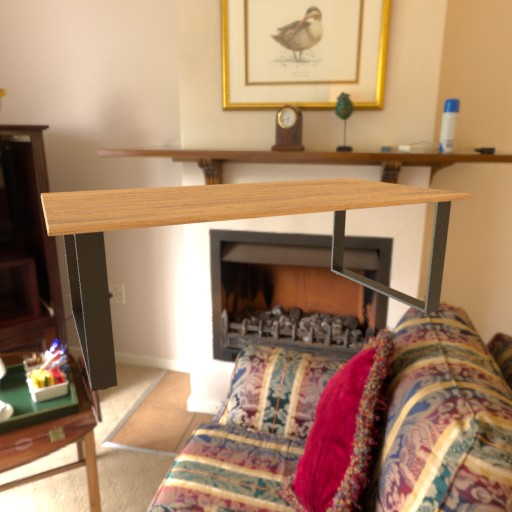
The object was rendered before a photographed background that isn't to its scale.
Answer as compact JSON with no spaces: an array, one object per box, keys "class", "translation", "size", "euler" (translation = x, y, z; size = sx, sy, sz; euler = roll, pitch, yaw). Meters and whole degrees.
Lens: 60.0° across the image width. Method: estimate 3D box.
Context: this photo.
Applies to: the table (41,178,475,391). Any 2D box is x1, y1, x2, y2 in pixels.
[{"class":"table","translation":[0.000,0.000,1.585],"size":[1.331,0.445,0.693],"euler":[-7,17,-25]}]
